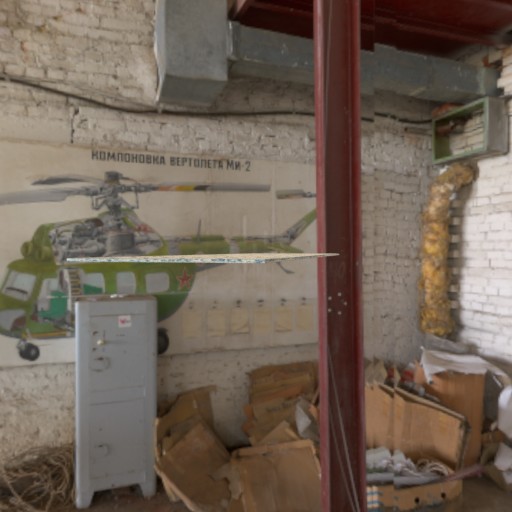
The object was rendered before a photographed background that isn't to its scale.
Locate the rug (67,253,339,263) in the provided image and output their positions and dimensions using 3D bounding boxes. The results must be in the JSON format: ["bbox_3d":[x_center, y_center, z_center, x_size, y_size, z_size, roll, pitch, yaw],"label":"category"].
[{"bbox_3d":[0.000,0.000,2.706,0.770,0.013,2.434,0,1,16],"label":"rug"}]
